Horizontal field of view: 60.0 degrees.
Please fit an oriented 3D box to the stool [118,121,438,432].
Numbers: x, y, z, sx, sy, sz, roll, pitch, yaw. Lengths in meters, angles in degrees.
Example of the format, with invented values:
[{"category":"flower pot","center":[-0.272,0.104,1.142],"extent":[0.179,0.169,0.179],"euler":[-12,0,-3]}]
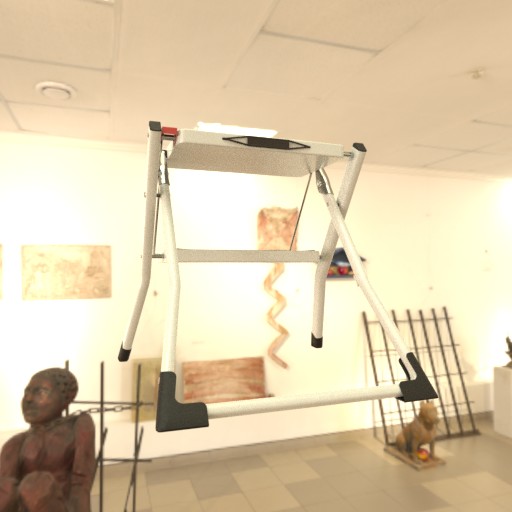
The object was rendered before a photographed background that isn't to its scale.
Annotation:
[{"category":"stool","center":[0.000,0.000,0.844],"extent":[0.485,0.445,0.490],"euler":[0,-1,-19]}]
